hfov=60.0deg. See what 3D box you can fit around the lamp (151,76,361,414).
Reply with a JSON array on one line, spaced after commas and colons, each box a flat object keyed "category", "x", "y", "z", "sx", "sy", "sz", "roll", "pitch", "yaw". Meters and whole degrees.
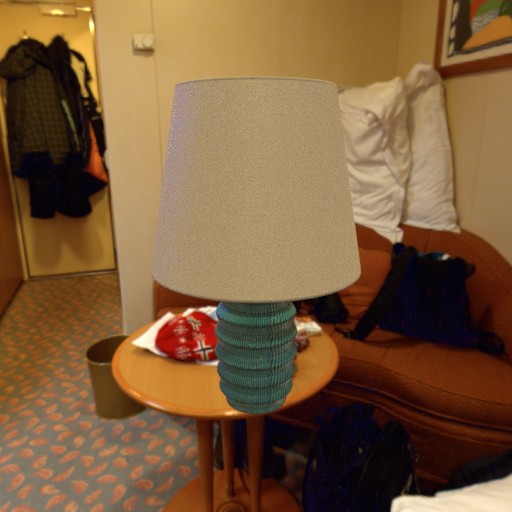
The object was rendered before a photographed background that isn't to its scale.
[{"category": "lamp", "x": 0.000, "y": 0.000, "z": 0.547, "sx": 0.254, "sy": 0.392, "sz": 0.254, "roll": 0, "pitch": 15, "yaw": 0}]
